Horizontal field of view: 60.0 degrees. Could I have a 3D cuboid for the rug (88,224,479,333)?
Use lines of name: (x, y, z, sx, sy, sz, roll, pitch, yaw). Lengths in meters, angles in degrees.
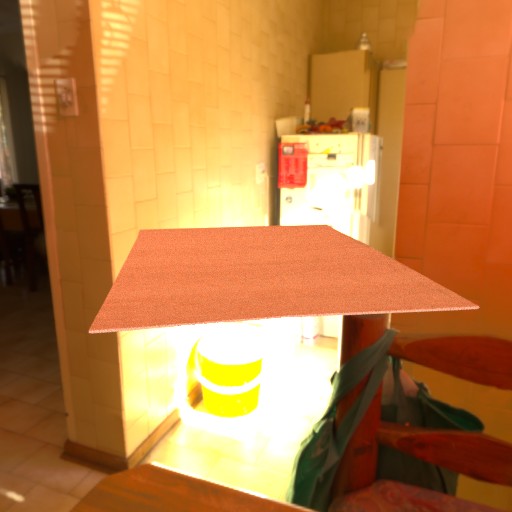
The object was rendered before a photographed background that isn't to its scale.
rug: (0.000, 0.000, 4.205, 2.434, 0.045, 3.202, -2, 14, -9)
